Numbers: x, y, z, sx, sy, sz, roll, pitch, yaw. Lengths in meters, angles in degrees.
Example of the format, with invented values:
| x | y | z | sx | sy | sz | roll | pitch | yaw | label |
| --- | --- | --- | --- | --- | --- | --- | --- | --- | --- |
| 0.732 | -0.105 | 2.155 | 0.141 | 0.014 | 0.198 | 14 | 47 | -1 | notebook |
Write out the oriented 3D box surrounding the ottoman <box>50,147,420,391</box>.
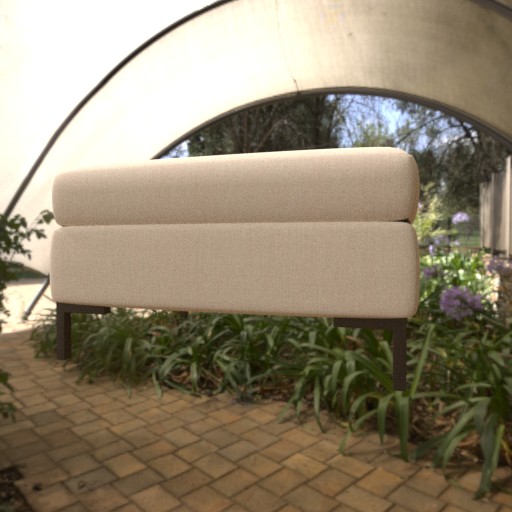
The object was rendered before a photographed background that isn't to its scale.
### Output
| x | y | z | sx | sy | sz | roll | pitch | yaw | label |
| --- | --- | --- | --- | --- | --- | --- | --- | --- | --- |
| 0.000 | 0.000 | 1.173 | 0.794 | 0.453 | 0.657 | 0 | 1 | 17 | ottoman |
